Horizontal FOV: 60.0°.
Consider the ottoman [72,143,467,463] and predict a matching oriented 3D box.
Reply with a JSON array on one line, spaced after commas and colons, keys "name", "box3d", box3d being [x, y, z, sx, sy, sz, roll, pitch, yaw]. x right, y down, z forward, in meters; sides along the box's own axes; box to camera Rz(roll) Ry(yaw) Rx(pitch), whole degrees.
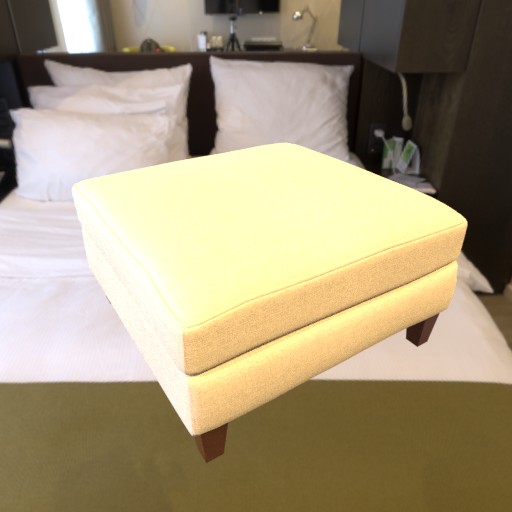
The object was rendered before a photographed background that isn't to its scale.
[{"name": "ottoman", "box3d": [0.000, 0.000, 1.339, 0.838, 0.478, 0.838, -18, 35, -28]}]
